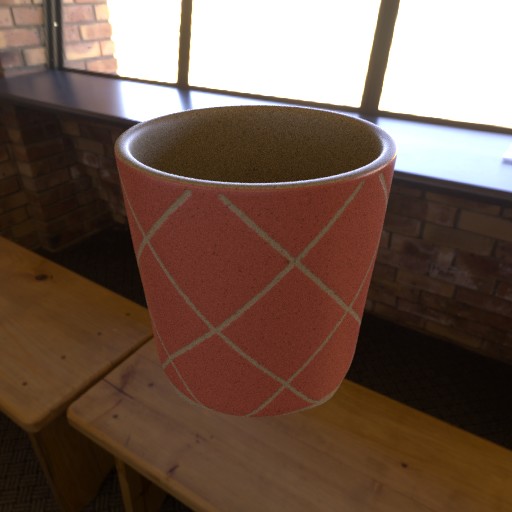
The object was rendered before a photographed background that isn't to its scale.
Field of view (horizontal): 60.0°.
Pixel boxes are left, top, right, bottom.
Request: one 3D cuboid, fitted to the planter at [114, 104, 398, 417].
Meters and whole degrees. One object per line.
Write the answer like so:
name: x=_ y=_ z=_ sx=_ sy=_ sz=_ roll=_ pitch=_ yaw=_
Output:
planter: x=0.000 y=0.000 z=0.428 sx=0.227 sy=0.235 sz=0.227 roll=0 pitch=31 yaw=0
